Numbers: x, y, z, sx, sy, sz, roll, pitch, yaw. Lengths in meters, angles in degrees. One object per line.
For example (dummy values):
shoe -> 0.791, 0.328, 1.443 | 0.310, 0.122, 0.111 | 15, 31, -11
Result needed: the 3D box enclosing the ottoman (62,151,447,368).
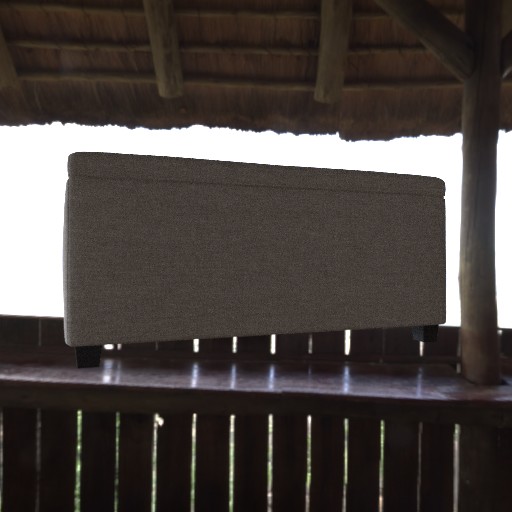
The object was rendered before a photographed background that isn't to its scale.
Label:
ottoman -> 0.000, 0.000, 1.151 | 0.902, 0.432, 0.419 | 0, 0, -19
